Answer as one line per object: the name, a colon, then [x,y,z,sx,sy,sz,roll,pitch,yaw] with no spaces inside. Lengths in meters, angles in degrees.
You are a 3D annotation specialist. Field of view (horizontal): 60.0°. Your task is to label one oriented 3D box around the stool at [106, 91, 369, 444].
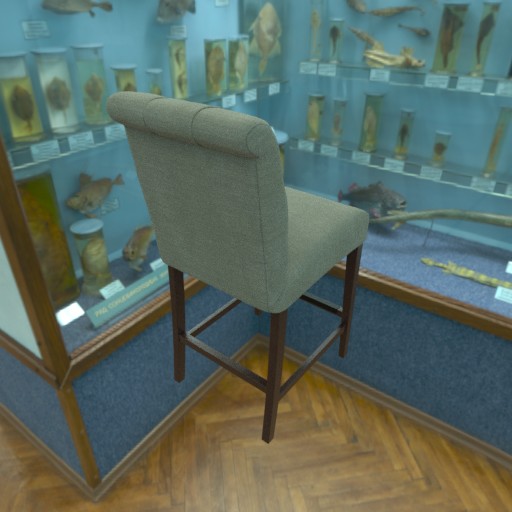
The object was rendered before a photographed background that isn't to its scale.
stool: [0.000,0.000,1.465,0.486,1.084,0.660,22,38,32]
